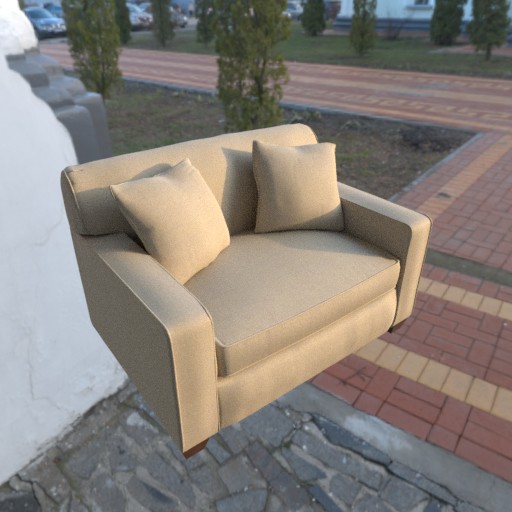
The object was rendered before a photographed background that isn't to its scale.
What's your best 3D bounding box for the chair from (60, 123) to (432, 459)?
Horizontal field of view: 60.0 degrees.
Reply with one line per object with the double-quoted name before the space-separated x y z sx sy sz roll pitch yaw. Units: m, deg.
"chair" 0.000 0.000 2.091 1.383 0.948 1.000 -21 35 -32
